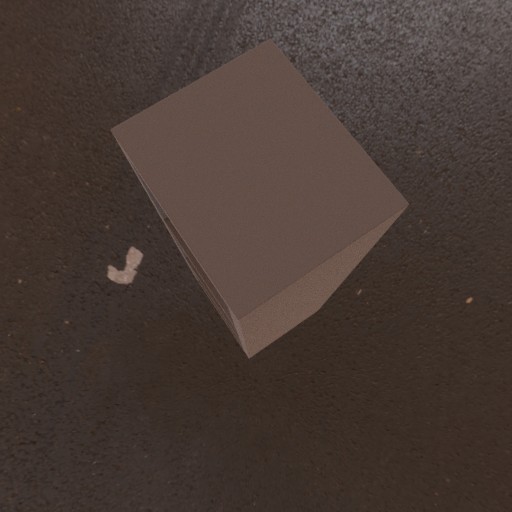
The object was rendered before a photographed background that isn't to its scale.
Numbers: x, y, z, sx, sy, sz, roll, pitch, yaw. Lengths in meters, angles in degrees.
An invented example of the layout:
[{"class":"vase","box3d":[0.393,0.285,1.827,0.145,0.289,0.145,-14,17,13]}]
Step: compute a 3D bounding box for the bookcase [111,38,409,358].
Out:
[{"class":"bookcase","box3d":[0.000,0.000,1.248,0.330,1.080,0.390,-33,77,-9]}]
